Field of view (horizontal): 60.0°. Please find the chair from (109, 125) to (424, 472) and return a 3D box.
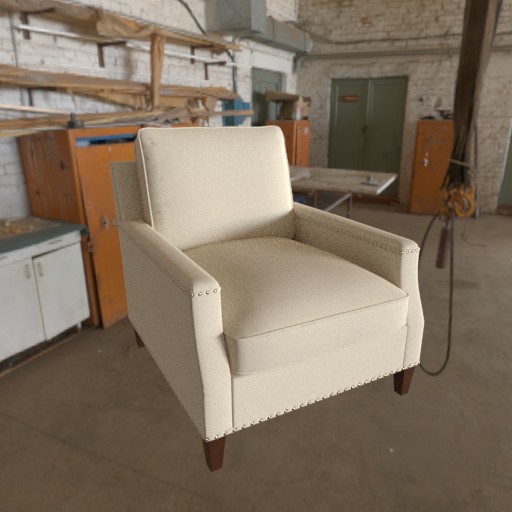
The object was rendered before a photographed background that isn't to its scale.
[{"bbox_3d":[0.000,0.000,1.714,0.853,0.943,1.014,-10,21,-27],"label":"chair"}]
